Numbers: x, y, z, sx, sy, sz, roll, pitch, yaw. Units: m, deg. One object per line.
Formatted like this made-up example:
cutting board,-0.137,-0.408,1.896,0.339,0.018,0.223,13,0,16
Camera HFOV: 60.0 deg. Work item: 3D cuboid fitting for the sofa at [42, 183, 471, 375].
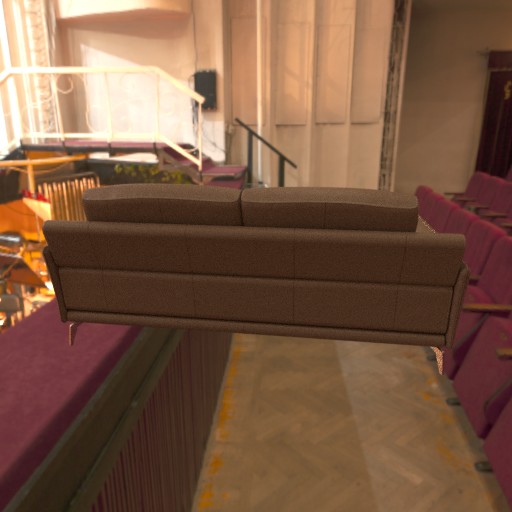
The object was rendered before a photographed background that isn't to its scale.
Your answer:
sofa,0.000,0.000,2.617,2.101,0.930,1.049,3,17,8
